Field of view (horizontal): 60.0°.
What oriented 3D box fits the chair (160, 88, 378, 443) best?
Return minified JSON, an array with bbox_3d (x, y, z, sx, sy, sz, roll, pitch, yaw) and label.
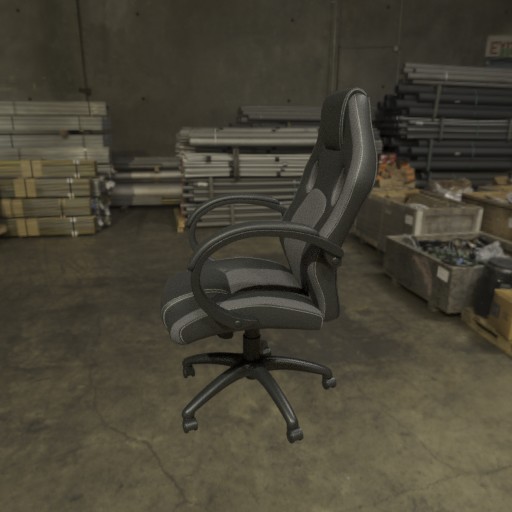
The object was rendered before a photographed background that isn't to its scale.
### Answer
[{"bbox_3d":[0.000,0.000,1.672,0.724,1.187,0.673,-3,16,-9],"label":"chair"}]
